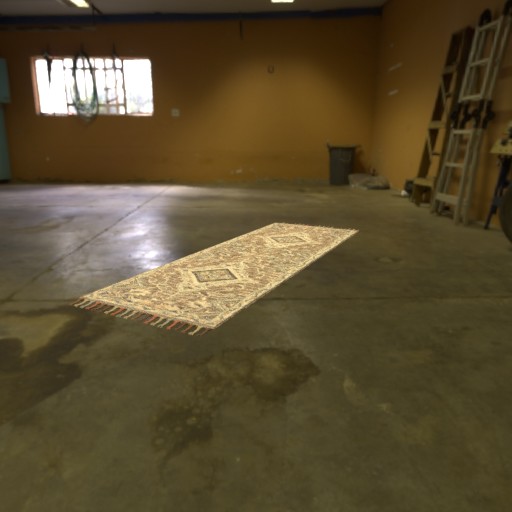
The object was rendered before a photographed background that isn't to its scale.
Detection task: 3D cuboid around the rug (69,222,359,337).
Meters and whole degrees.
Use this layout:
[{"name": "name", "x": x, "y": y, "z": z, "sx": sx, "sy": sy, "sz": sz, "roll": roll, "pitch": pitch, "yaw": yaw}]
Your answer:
[{"name": "rug", "x": 0.000, "y": 0.000, "z": 2.801, "sx": 1.324, "sy": 0.018, "sz": 2.378, "roll": 14, "pitch": 20, "yaw": 42}]
